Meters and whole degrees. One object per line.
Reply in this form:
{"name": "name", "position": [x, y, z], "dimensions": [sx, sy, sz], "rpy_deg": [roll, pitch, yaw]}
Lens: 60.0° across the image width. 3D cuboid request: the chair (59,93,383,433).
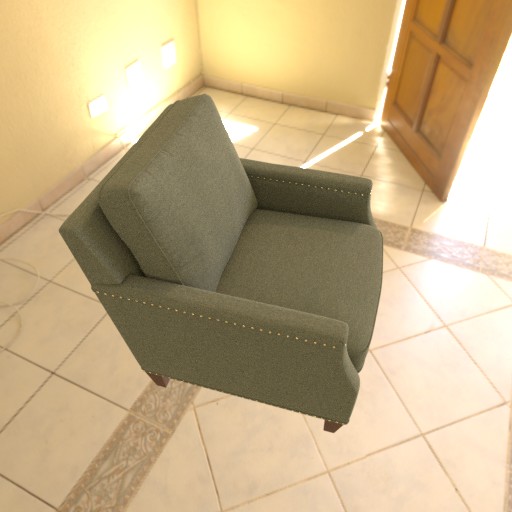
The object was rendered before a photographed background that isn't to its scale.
{"name": "chair", "position": [0.000, 0.000, 1.823], "dimensions": [1.031, 1.031, 0.885], "rpy_deg": [11, 46, 11]}
